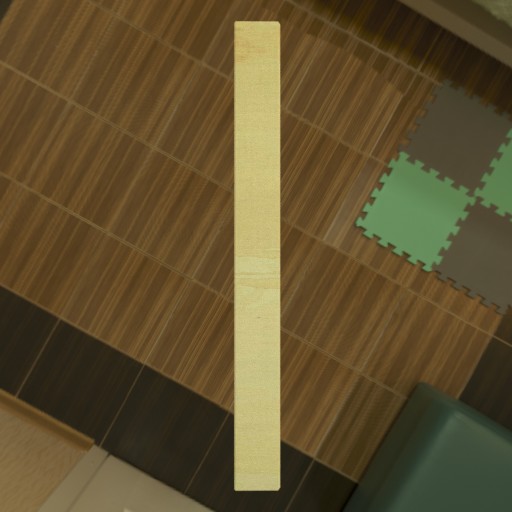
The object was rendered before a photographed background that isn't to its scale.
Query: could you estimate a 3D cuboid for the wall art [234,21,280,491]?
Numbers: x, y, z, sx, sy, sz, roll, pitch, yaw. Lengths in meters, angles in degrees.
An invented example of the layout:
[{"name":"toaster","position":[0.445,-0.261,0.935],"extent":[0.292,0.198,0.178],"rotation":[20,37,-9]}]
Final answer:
[{"name":"wall art","position":[0.000,0.000,0.487],"extent":[0.037,0.251,0.383],"rotation":[0,90,0]}]
